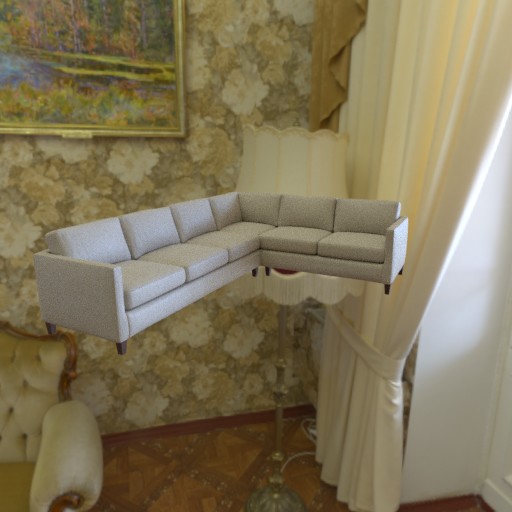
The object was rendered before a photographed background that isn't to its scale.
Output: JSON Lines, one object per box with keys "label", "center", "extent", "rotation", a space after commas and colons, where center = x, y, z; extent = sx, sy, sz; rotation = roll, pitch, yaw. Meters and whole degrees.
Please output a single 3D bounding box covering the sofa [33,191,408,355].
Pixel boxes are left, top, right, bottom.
{"label": "sofa", "center": [0.000, 0.000, 4.566], "extent": [2.522, 0.934, 3.333], "rotation": [8, 17, 26]}
